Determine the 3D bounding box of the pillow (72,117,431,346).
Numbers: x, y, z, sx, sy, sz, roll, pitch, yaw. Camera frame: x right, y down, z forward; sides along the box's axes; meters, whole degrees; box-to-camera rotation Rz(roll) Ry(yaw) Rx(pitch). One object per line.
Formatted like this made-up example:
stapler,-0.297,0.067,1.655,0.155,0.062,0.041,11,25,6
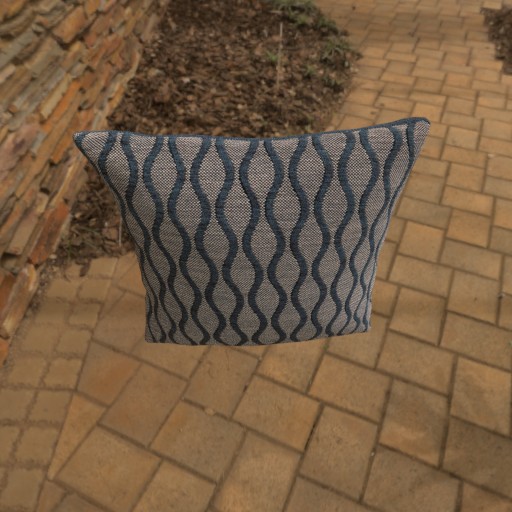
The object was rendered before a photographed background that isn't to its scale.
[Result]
pillow,0.000,0.000,0.679,0.435,0.435,0.159,-3,45,-3
